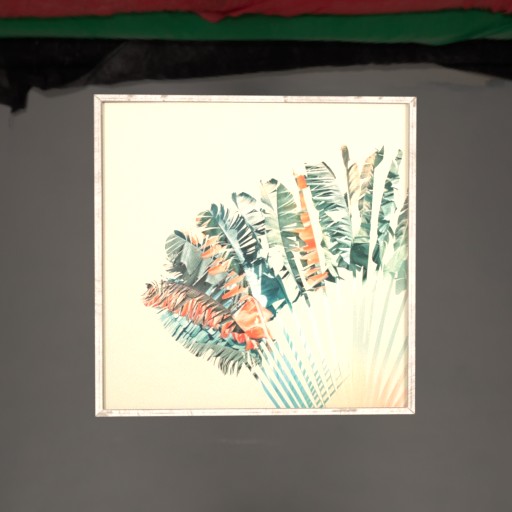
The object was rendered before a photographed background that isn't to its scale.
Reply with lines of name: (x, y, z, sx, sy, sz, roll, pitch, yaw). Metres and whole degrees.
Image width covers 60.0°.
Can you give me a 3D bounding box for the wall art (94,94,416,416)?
wall art: (0.000, 0.000, 0.439, 0.305, 0.303, 0.038, 0, 1, -1)
